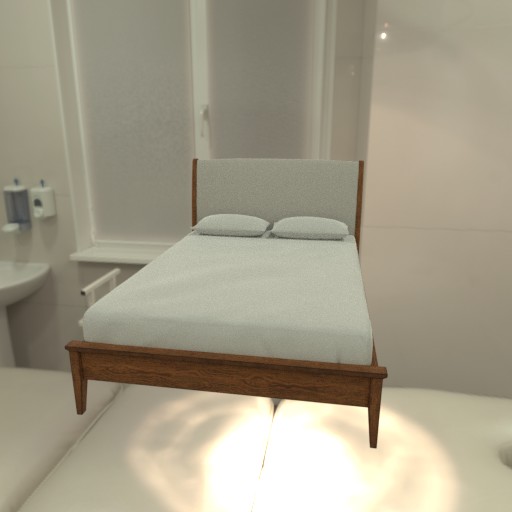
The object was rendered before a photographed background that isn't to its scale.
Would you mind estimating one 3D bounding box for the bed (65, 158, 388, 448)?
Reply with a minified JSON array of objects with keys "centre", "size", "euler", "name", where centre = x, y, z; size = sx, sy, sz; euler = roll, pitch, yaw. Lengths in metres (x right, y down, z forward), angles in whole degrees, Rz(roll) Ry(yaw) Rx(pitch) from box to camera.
[{"centre":[0.000,0.000,2.950],"size":[1.502,1.135,2.108],"euler":[3,16,9],"name":"bed"}]
